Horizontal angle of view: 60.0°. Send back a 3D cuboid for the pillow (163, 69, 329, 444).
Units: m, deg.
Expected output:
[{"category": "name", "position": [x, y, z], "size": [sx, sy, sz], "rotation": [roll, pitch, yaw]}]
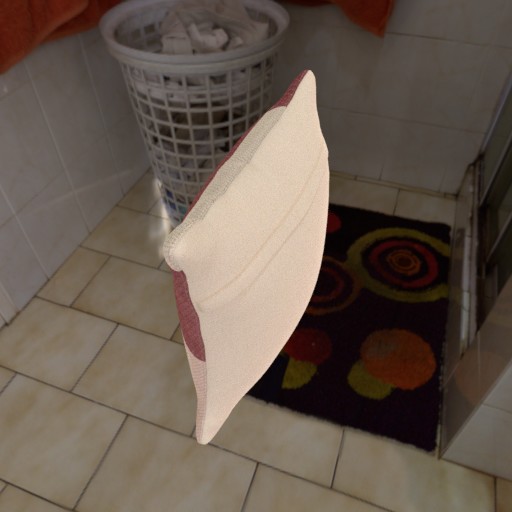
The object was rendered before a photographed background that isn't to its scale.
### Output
[{"category": "pillow", "position": [0.000, 0.000, 0.814], "size": [0.229, 0.506, 0.536], "rotation": [16, 48, 15]}]
